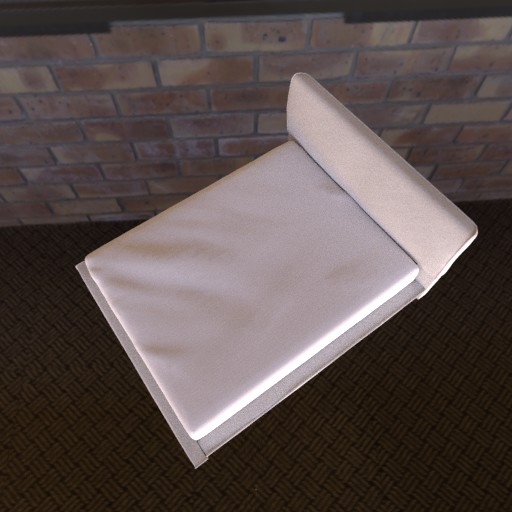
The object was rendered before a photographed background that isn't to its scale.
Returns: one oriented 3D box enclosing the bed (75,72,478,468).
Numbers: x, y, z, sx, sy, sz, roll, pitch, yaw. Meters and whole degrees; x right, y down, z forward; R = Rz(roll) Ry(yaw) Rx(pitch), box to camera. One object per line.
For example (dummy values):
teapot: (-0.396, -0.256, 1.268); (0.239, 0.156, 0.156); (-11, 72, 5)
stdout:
bed: (0.000, 0.000, 3.560); (2.498, 1.126, 1.980); (-33, 67, -16)
